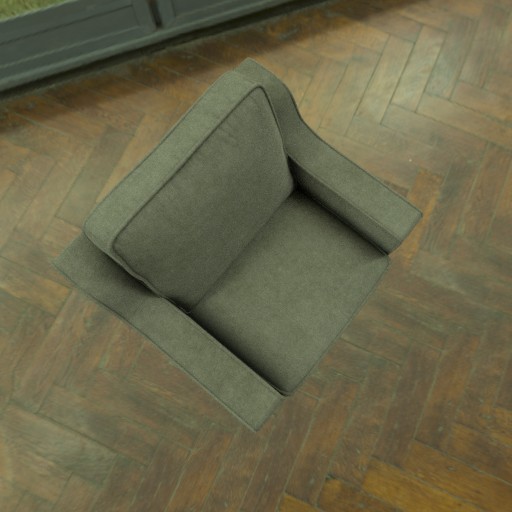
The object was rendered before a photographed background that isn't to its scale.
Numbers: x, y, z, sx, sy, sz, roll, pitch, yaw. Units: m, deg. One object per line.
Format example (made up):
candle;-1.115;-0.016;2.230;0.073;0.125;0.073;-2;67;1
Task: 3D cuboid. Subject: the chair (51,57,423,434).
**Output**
chair;0.000;0.000;1.616;0.840;0.944;0.926;38;79;9
